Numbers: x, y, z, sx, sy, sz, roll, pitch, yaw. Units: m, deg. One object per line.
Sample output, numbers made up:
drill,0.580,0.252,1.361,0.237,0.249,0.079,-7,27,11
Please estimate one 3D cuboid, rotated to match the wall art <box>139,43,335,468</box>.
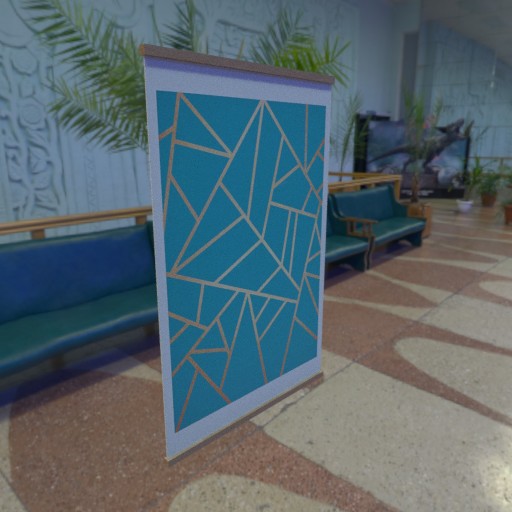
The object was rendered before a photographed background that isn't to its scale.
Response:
wall art,0.000,0.000,1.886,0.990,1.519,0.030,-14,20,-43
